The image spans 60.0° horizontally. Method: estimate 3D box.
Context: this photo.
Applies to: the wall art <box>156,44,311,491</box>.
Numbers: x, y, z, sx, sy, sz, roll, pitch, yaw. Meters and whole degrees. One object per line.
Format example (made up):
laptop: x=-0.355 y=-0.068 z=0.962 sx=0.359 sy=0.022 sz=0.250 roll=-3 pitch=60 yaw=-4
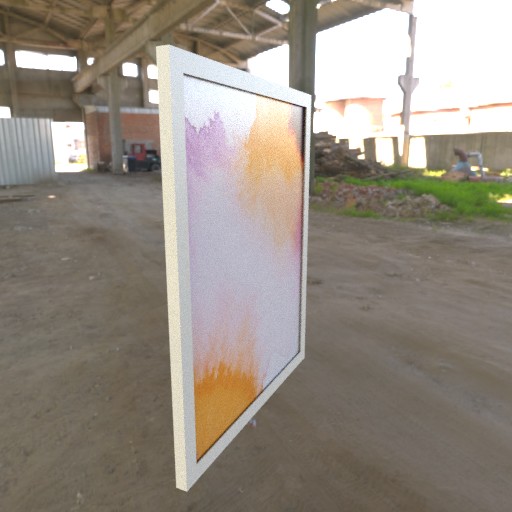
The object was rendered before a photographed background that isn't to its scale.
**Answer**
wall art: x=0.000 y=0.000 z=1.074 sx=0.026 sy=0.811 sz=0.661 roll=6 pitch=14 yaw=26
